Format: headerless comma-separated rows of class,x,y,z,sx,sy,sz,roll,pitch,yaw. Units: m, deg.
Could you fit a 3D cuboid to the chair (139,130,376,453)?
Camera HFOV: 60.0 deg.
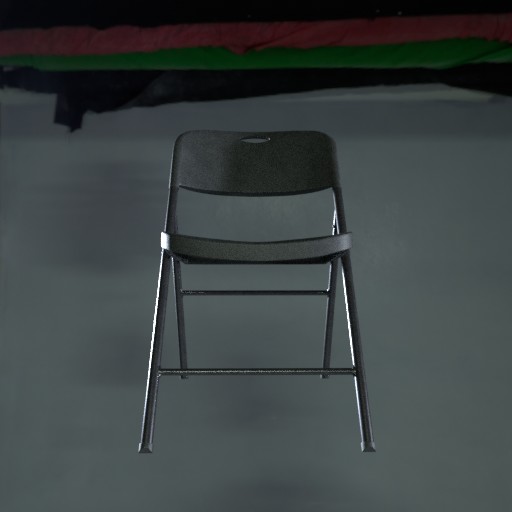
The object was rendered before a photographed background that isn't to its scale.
chair,0.000,0.000,1.189,0.494,0.810,0.566,0,0,-1
